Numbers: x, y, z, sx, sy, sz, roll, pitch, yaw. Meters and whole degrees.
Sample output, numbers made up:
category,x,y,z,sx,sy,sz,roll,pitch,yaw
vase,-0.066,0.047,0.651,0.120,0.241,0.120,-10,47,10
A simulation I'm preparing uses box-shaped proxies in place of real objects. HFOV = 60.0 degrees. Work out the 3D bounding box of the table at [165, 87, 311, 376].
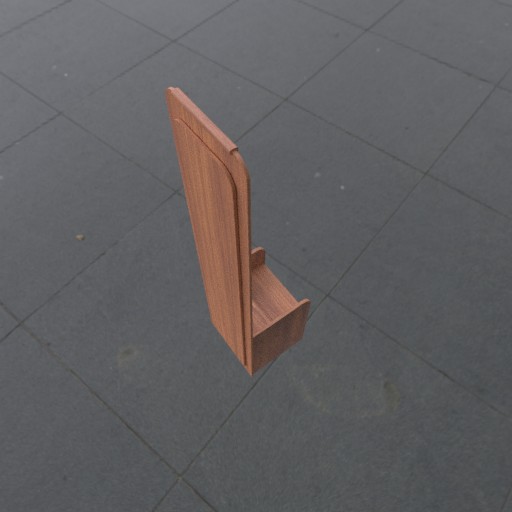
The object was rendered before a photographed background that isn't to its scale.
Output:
category,x,y,z,sx,sy,sz,roll,pitch,yaw
table,0.000,0.000,2.100,0.420,1.830,0.450,-32,63,-18
